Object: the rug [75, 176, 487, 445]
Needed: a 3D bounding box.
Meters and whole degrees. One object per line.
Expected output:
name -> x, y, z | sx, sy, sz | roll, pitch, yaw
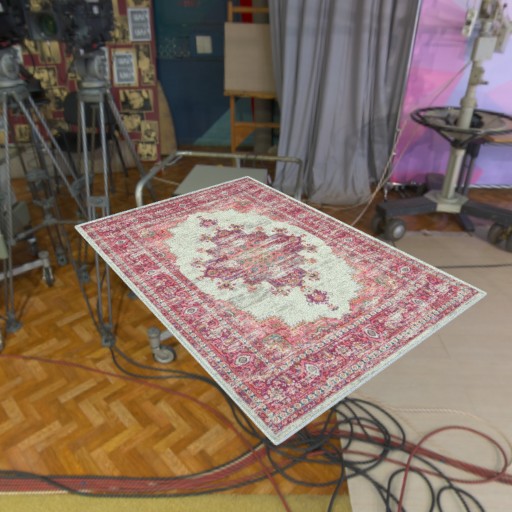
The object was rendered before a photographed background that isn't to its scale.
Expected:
rug -> 0.000, 0.000, 2.822 | 1.555, 0.011, 2.232 | -22, 38, -32
